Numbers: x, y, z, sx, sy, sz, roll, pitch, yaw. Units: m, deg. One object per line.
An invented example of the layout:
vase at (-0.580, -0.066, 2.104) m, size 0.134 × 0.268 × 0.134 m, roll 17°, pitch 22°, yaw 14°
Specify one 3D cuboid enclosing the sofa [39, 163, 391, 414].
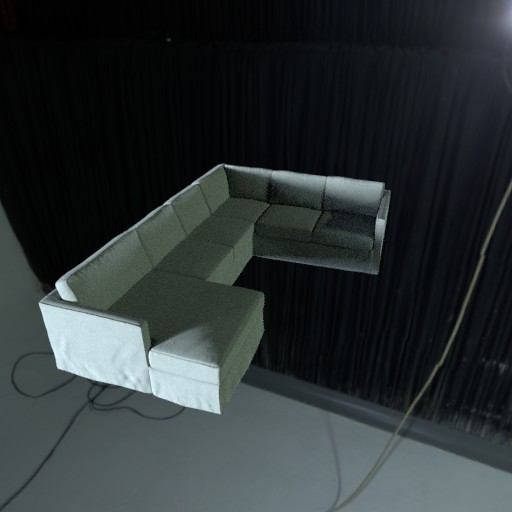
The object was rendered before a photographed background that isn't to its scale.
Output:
sofa at (0.000, 0.000, 4.611) m, size 2.440 × 0.869 × 3.434 m, roll 9°, pitch 30°, yaw 16°
